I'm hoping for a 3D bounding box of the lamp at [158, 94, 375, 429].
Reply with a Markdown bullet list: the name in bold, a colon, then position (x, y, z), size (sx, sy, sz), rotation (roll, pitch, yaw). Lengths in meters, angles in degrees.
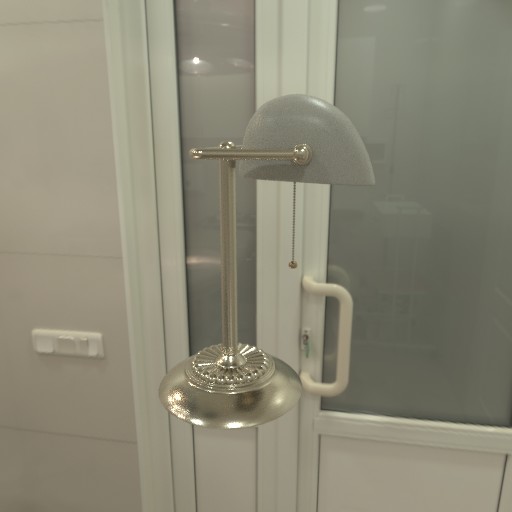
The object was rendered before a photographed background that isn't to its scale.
- **lamp**: position (0.000, 0.000, 0.511), size (0.243, 0.339, 0.264), rotation (2, 15, 9)
